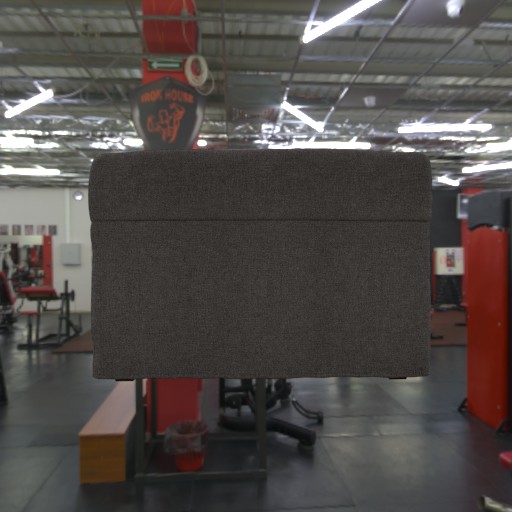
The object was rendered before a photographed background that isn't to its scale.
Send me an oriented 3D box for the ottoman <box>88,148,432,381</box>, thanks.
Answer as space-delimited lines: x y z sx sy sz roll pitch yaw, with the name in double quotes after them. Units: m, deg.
0.000 0.000 1.224 0.652 0.492 0.833 0 1 -1 "ottoman"
